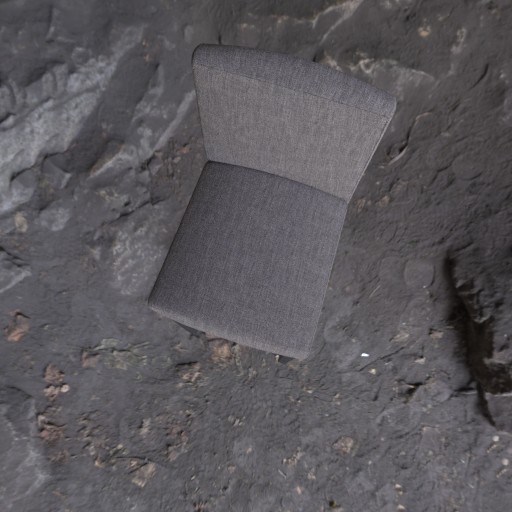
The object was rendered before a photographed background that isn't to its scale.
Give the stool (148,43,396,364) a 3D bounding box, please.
[{"bbox_3d":[0.000,0.000,1.369,0.451,1.138,0.552,17,75,5],"label":"stool"}]
